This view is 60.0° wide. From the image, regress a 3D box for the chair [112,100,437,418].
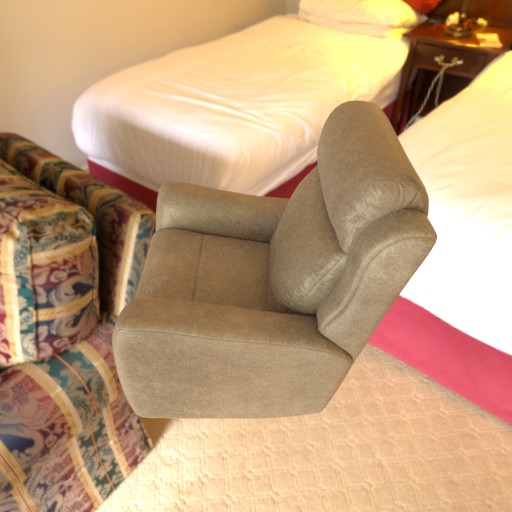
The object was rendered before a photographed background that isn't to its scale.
[{"bbox_3d":[0.000,0.000,1.871,1.068,1.116,0.965,0,41,1],"label":"chair"}]
